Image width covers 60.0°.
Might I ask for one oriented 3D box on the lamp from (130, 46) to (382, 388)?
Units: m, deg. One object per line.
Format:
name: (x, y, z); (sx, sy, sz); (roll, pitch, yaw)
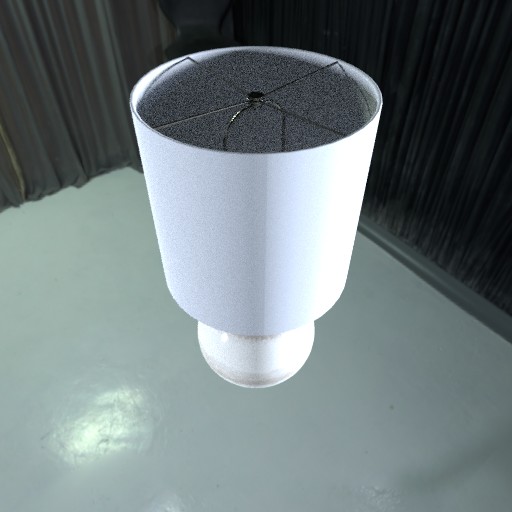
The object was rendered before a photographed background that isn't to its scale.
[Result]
lamp: (0.000, 0.000, 0.527); (0.217, 0.404, 0.217); (-30, 52, -28)
